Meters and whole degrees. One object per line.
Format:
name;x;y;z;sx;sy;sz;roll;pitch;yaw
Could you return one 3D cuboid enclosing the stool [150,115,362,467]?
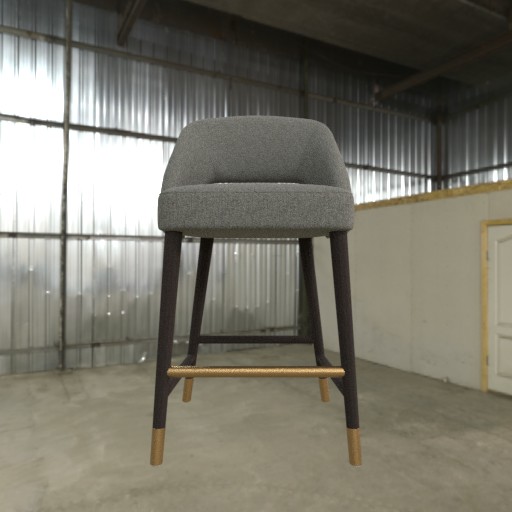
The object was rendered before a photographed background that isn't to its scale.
stool;0.000;0.000;1.226;0.536;0.925;0.524;0;0;0
